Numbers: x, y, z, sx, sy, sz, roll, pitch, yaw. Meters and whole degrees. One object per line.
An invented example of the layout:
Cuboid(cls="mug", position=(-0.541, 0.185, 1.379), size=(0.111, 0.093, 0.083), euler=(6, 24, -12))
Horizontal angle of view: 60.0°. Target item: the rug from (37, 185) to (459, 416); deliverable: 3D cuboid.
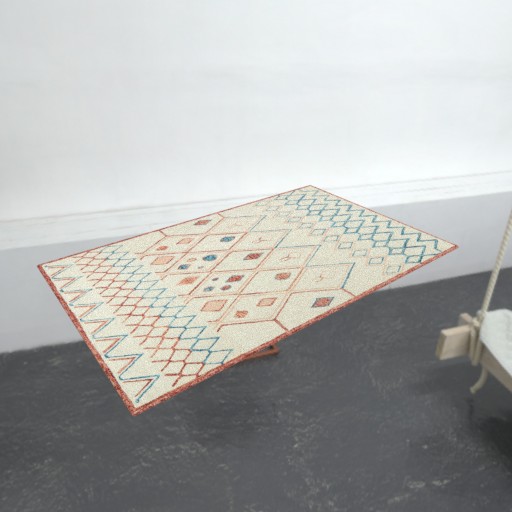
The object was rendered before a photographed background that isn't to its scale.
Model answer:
Cuboid(cls="rug", position=(0.000, 0.000, 3.005), size=(2.438, 0.015, 1.524), euler=(-21, 36, -32))
